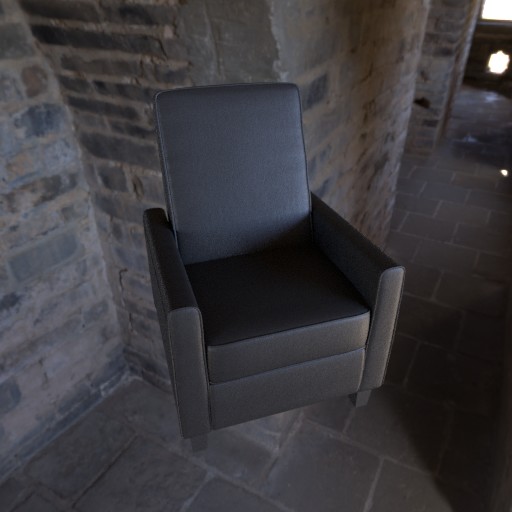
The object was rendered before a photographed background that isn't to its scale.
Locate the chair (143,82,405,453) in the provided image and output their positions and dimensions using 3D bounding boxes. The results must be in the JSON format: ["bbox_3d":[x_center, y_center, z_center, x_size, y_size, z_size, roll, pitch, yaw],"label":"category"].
[{"bbox_3d":[0.000,0.000,1.528,0.705,1.013,0.746,-10,33,-15],"label":"chair"}]
